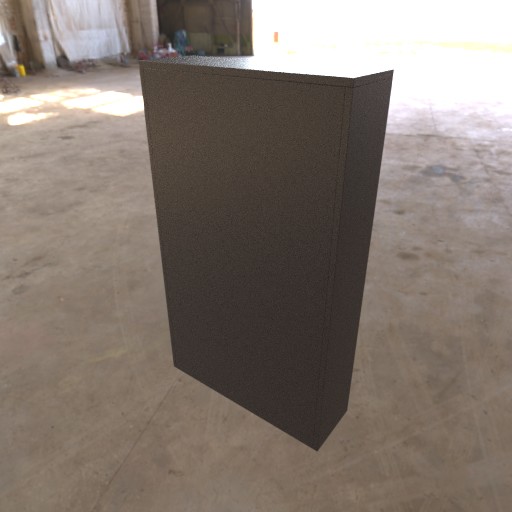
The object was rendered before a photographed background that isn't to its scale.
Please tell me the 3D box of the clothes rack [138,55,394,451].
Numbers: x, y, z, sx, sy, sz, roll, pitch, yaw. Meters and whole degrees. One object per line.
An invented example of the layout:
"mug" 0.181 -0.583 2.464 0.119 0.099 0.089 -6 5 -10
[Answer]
"clothes rack" 0.000 0.000 1.605 0.750 1.280 0.250 20 34 32
